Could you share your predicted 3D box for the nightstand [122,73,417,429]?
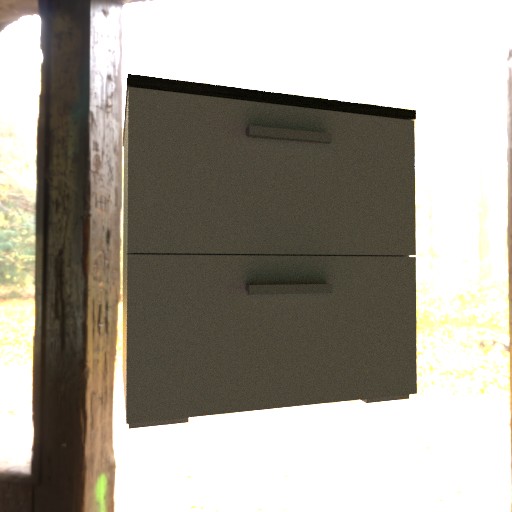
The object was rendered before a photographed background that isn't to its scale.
[{"bbox_3d":[0.000,0.000,0.769,0.441,0.460,0.325,0,-1,-18],"label":"nightstand"}]
